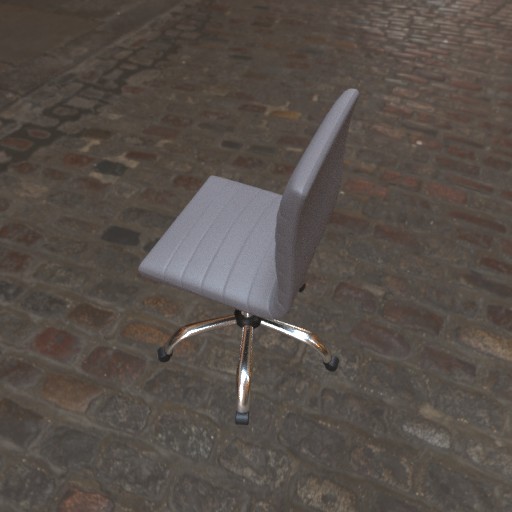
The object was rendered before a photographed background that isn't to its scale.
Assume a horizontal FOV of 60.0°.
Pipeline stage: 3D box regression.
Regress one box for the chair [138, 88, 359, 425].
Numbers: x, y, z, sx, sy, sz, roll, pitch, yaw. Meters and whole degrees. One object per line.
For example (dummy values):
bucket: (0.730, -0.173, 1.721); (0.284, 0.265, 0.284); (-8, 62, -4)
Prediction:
chair: (0.000, 0.000, 1.132); (0.530, 0.780, 0.556); (16, 48, 15)
